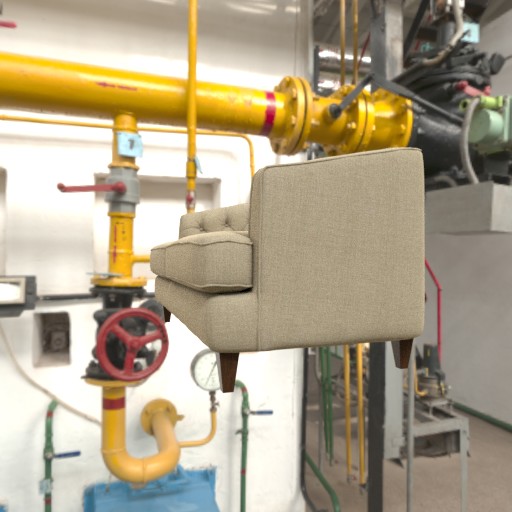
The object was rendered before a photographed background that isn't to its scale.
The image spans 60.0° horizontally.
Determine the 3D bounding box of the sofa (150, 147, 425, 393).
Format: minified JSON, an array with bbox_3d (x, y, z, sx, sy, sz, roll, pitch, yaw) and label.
[{"bbox_3d":[0.000,0.000,2.251,0.941,0.855,1.733,0,0,-18],"label":"sofa"}]
